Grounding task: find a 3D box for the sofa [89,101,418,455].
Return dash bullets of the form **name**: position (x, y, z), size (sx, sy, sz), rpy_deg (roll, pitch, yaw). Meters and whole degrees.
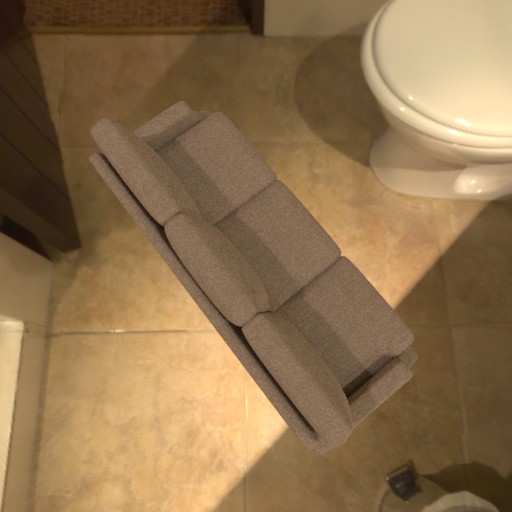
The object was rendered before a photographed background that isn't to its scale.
- **sofa**: position (0.000, 0.000, 2.638), size (0.888, 0.984, 2.115), rpy_deg (-37, 78, -9)
